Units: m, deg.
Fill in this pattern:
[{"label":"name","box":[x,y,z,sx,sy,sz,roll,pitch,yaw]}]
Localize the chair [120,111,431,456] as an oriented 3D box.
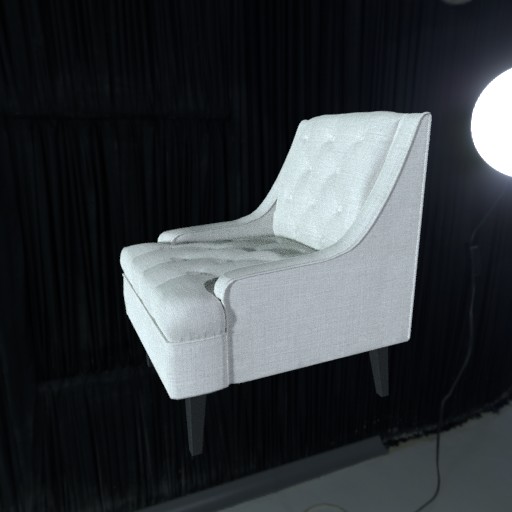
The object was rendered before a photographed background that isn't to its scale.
[{"label":"chair","box":[0.000,0.000,1.427,0.772,0.891,0.658,-7,16,-25]}]
